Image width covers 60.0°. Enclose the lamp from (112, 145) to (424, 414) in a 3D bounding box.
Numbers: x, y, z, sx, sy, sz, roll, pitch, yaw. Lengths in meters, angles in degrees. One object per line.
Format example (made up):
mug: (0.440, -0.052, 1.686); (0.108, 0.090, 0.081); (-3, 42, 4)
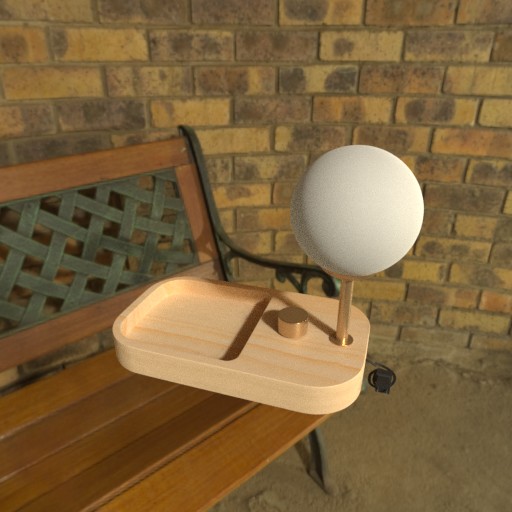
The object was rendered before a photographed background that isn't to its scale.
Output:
lamp: (0.000, 0.000, 0.488); (0.331, 0.253, 0.173); (8, 27, 16)
